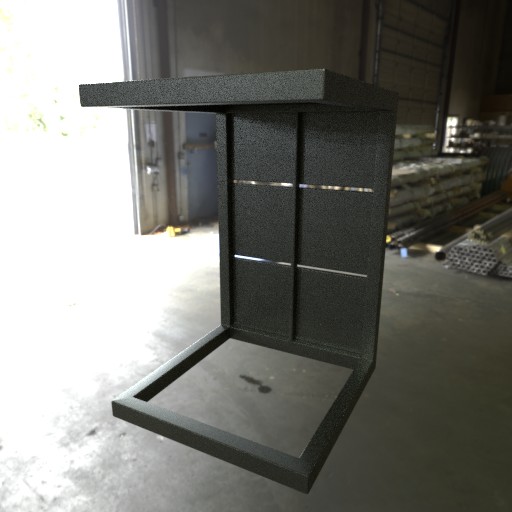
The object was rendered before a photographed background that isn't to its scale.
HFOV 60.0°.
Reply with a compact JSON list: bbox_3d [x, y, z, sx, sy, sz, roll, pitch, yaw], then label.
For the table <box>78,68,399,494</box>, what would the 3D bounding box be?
[{"bbox_3d":[0.000,0.000,0.860,0.405,0.609,0.420,9,18,27],"label":"table"}]
